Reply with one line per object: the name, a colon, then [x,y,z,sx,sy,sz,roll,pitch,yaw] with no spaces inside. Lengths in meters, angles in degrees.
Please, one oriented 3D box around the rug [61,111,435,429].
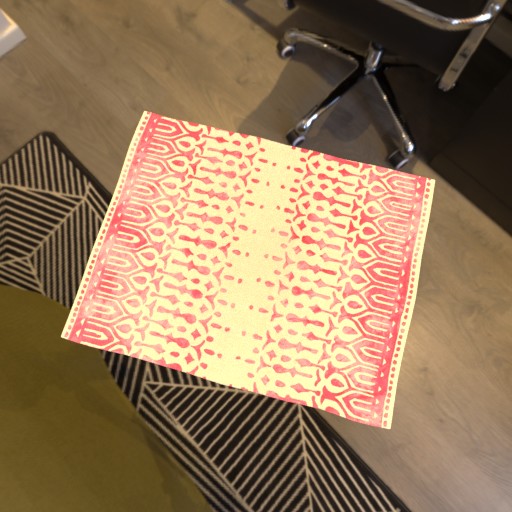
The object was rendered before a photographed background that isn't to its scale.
rug: [0.000,0.000,4.246,3.095,0.016,2.441,15,76,4]
